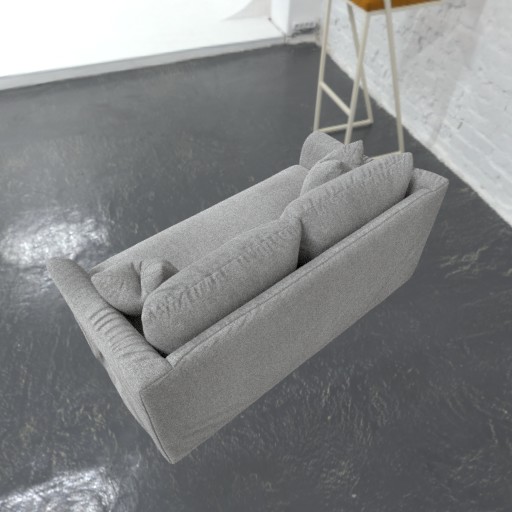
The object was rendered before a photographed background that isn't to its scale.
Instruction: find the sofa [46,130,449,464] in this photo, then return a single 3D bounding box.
[{"bbox_3d":[0.000,0.000,2.587,2.010,1.018,1.072,-31,54,-26],"label":"sofa"}]
